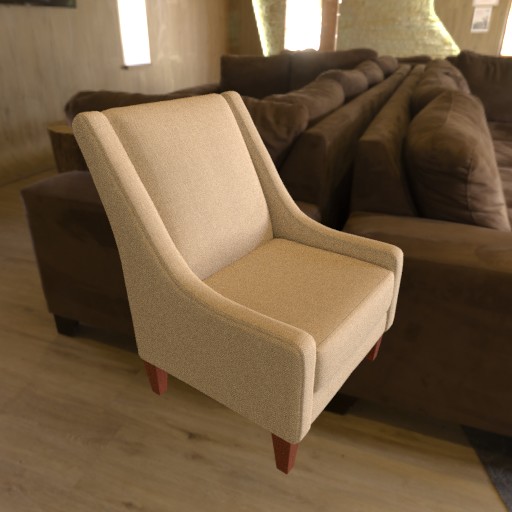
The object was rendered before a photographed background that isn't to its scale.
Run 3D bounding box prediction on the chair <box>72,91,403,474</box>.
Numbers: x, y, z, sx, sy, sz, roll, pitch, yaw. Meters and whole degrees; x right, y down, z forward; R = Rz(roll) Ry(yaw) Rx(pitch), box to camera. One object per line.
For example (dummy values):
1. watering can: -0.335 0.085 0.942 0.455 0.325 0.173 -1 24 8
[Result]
1. chair: 0.000 0.000 1.599 0.870 1.014 0.774 18 32 32
